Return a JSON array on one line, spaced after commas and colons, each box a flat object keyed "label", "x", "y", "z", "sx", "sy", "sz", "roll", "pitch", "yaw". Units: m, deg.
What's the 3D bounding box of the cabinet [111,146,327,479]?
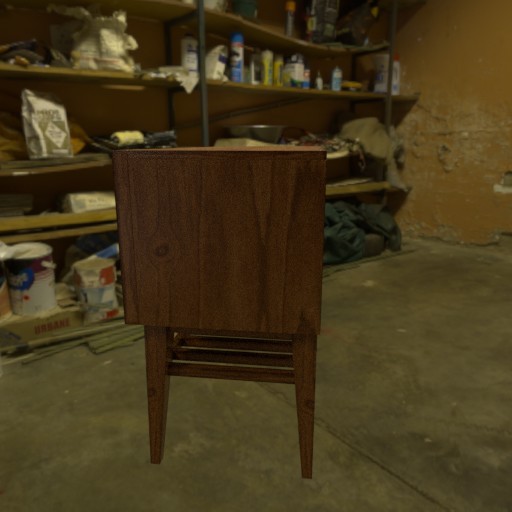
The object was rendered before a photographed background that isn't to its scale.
[{"label": "cabinet", "x": 0.000, "y": 0.000, "z": 1.687, "sx": 0.477, "sy": 0.802, "sz": 1.363, "roll": 2, "pitch": 14, "yaw": 7}]
